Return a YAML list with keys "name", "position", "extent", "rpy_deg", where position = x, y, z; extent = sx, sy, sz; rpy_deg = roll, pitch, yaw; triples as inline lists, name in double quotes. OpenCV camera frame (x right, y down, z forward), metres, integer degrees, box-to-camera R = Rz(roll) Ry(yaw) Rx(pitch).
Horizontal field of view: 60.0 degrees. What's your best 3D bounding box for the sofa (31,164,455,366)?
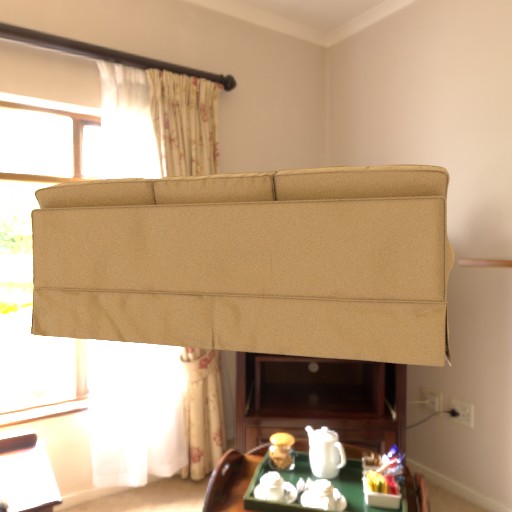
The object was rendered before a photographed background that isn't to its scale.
- name: "sofa"
  position: [0.000, 0.000, 3.192]
  extent: [2.475, 0.978, 1.733]
  rpy_deg: [0, 1, 17]
